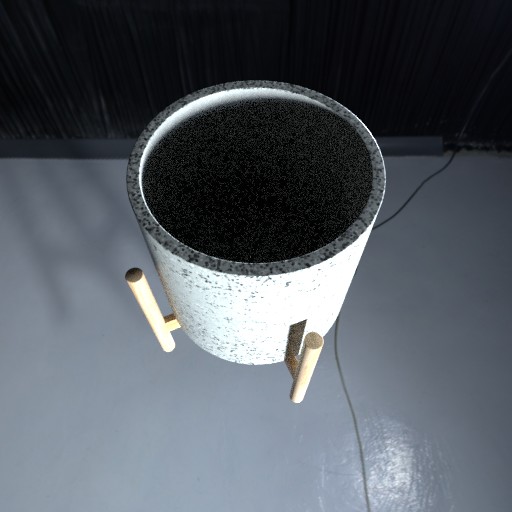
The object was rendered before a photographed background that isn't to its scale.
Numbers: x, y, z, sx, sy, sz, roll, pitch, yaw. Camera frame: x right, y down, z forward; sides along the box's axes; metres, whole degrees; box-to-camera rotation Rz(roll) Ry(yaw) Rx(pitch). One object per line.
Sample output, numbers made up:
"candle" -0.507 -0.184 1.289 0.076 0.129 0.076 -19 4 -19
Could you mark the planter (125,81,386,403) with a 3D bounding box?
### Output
"planter" 0.000 0.000 0.702 0.360 0.419 0.360 -1 59 -1
